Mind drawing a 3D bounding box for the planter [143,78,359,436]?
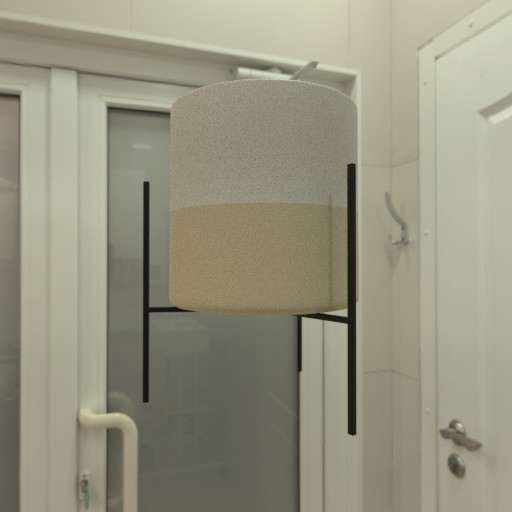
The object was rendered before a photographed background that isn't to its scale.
[{"bbox_3d":[0.000,0.000,0.551,0.267,0.362,0.263,0,-1,-18],"label":"planter"}]
